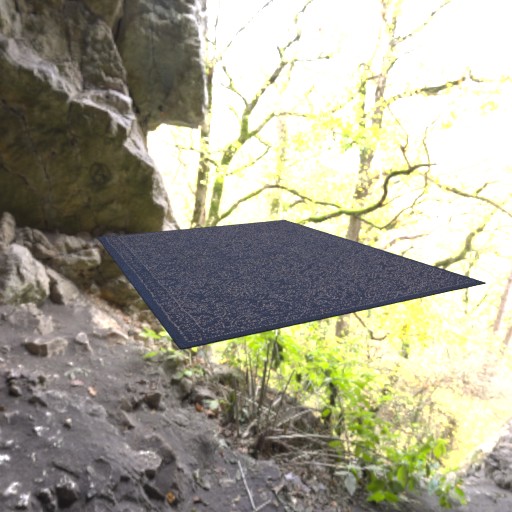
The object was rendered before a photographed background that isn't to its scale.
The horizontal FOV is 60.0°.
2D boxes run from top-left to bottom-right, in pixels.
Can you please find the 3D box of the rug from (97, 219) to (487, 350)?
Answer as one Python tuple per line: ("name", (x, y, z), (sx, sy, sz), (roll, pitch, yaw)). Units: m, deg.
("rug", (0.000, 0.000, 4.170), (2.438, 0.010, 3.048), (-7, 17, -26))
